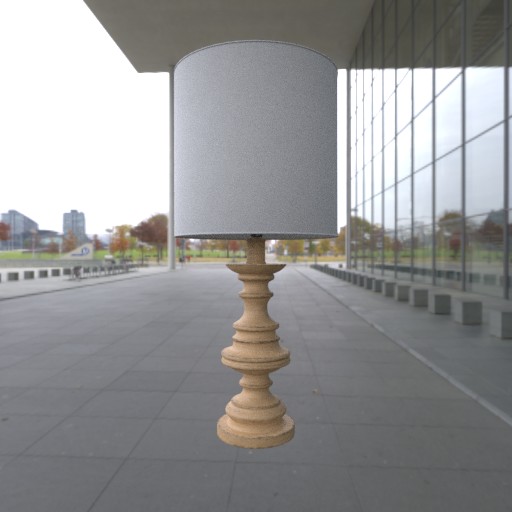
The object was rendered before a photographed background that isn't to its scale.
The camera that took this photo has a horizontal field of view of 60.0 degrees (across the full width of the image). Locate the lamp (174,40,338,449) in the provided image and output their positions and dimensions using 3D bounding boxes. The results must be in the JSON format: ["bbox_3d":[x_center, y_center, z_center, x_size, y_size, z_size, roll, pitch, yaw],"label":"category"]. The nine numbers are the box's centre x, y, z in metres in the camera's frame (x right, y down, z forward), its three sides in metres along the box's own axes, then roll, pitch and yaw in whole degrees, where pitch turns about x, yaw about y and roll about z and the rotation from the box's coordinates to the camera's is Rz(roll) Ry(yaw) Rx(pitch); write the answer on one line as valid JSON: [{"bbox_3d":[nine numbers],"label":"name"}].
[{"bbox_3d":[0.000,0.000,0.572,0.208,0.455,0.208,0,0,17],"label":"lamp"}]
